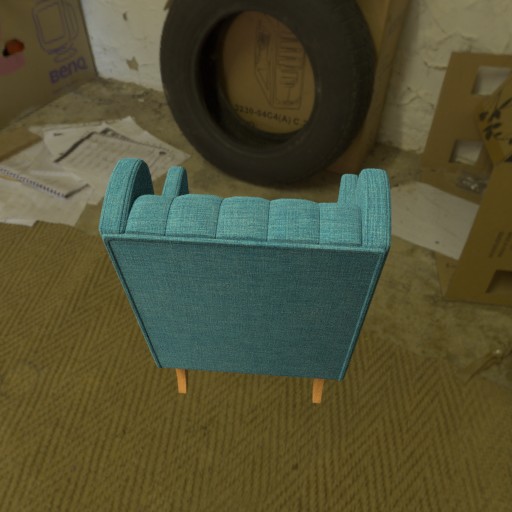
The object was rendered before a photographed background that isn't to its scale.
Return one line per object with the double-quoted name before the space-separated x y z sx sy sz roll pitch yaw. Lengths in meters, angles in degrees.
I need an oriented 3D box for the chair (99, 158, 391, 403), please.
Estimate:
"chair" 0.000 0.000 1.504 0.711 0.952 0.775 3 45 3
